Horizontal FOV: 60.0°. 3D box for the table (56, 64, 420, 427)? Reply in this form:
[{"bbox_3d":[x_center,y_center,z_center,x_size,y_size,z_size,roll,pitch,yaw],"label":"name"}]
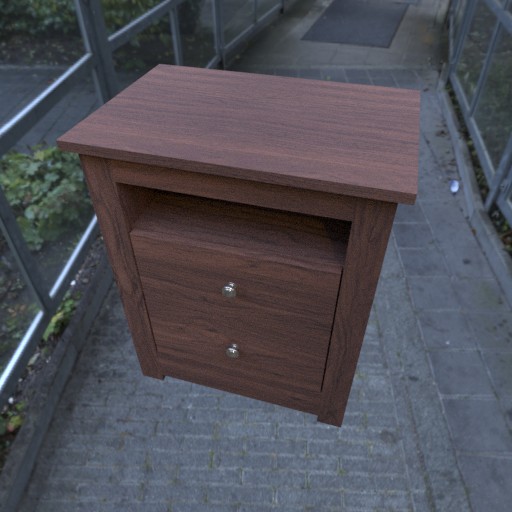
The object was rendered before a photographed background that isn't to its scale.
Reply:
[{"bbox_3d":[0.000,0.000,1.065,0.589,0.711,0.406,11,42,12],"label":"table"}]
